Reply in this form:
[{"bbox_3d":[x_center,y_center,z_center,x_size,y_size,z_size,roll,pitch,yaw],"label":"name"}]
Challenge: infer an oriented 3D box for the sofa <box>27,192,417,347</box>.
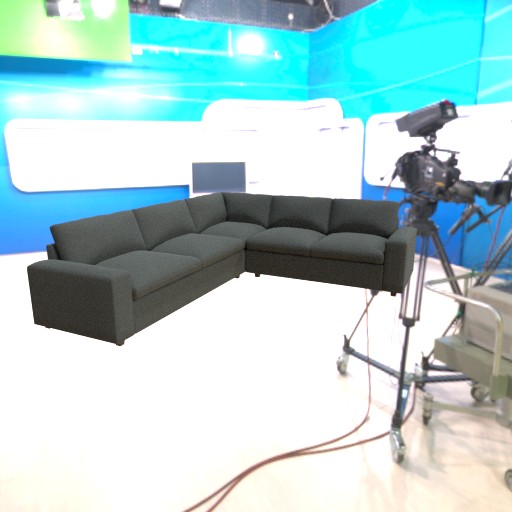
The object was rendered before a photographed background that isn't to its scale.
[{"bbox_3d":[0.000,0.000,4.724,2.895,0.965,3.277,7,16,25],"label":"sofa"}]
